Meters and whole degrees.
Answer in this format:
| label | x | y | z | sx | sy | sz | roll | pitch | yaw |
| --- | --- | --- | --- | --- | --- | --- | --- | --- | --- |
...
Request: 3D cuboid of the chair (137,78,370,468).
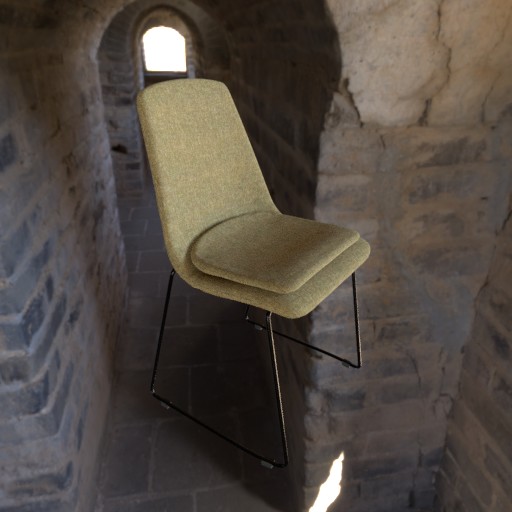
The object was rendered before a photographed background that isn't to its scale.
| label | x | y | z | sx | sy | sz | roll | pitch | yaw |
| --- | --- | --- | --- | --- | --- | --- | --- | --- | --- |
| chair | 0.000 | 0.000 | 1.170 | 0.496 | 0.849 | 0.479 | 17 | 31 | 31 |
